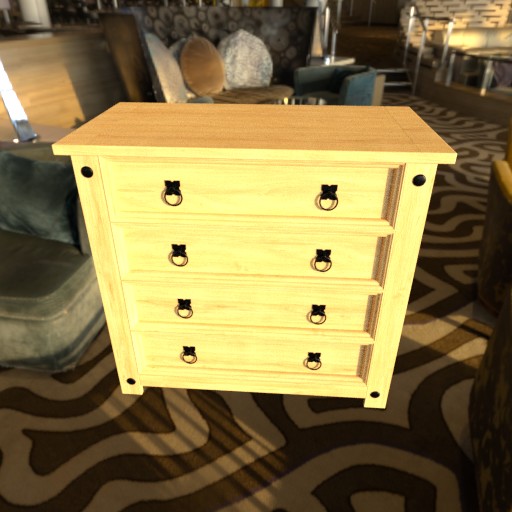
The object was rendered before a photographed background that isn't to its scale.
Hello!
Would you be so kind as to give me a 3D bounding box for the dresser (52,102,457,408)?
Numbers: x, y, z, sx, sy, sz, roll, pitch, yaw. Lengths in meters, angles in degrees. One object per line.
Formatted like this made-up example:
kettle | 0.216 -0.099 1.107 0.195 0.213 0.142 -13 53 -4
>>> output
dresser | 0.000 0.000 1.232 0.800 0.730 0.410 2 31 3
